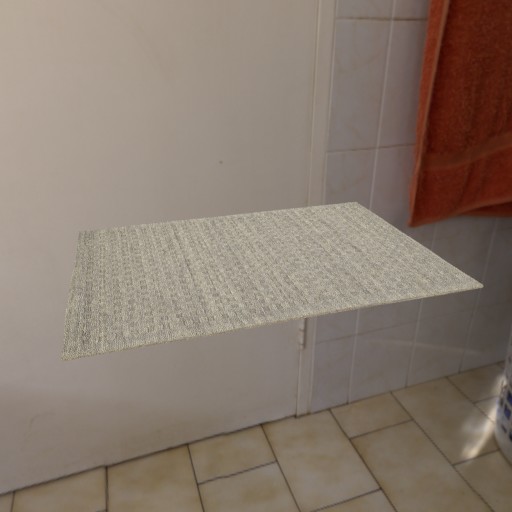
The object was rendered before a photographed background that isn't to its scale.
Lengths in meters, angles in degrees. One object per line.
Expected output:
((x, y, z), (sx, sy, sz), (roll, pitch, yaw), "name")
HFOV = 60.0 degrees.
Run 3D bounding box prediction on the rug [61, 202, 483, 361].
((0.000, 0.000, 2.931), (2.297, 0.018, 1.532), (-8, 27, -15), "rug")
